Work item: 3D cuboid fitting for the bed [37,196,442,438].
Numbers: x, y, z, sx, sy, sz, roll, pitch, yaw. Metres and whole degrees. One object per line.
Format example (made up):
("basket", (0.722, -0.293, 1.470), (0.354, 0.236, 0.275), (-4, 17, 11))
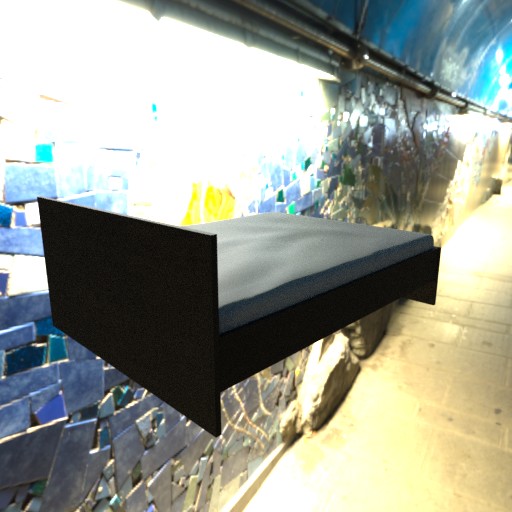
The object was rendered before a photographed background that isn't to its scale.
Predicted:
("bed", (0.000, 0.000, 2.899), (1.585, 0.823, 2.073), (14, 20, 42))
